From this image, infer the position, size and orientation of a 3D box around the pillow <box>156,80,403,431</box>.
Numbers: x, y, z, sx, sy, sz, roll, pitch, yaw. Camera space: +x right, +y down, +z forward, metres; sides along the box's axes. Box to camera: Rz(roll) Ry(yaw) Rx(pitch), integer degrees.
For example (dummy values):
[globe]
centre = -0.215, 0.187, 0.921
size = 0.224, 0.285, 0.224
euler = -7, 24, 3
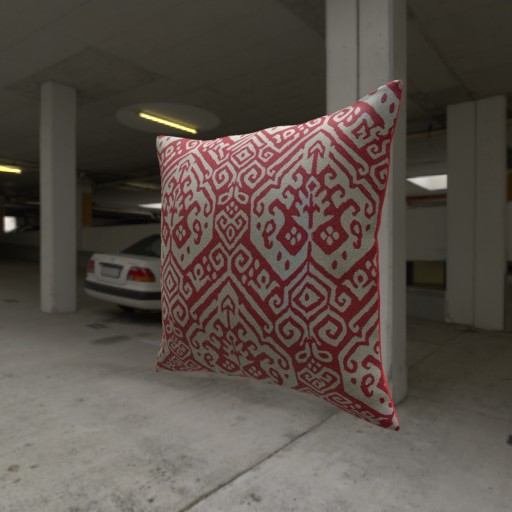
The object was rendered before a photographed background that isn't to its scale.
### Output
[pillow]
centre = 0.000, 0.000, 0.791
size = 0.522, 0.507, 0.192
euler = 0, 1, 36
